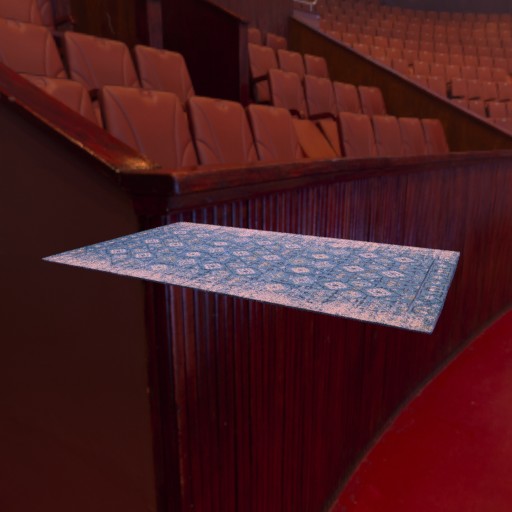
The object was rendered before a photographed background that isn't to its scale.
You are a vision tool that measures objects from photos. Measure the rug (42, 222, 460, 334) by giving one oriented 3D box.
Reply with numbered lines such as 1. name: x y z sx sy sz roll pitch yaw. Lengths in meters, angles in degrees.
1. rug: 0.000 0.000 2.207 1.795 0.008 1.102 8 17 27
